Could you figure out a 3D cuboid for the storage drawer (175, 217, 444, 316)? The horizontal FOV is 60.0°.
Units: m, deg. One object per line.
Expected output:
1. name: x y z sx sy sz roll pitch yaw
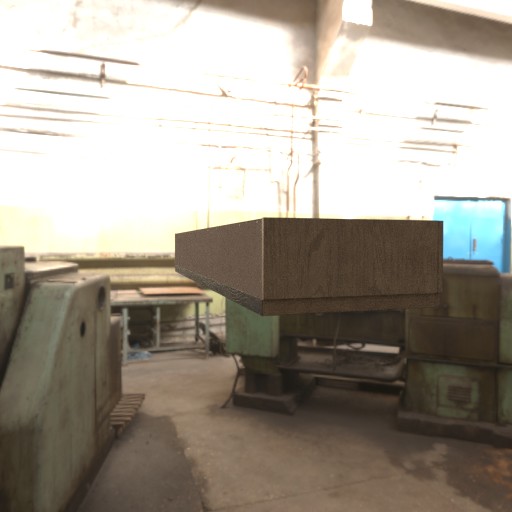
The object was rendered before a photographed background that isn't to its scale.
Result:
1. storage drawer: 0.000 0.000 2.290 0.591 0.274 2.072 -1 2 -17
